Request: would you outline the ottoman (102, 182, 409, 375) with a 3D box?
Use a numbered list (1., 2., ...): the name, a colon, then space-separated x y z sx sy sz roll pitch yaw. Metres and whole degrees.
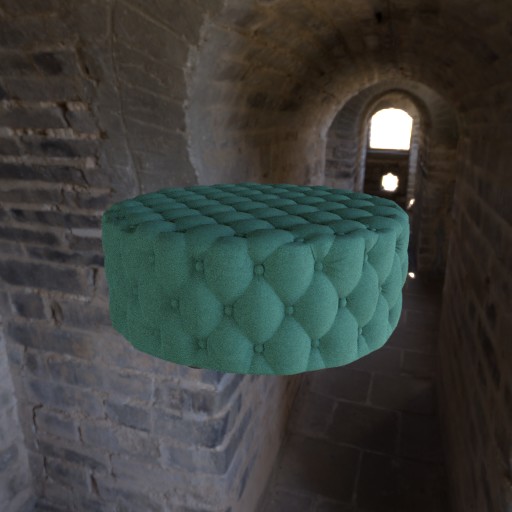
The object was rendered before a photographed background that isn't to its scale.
1. ottoman: 0.000 0.000 1.526 0.998 0.399 0.998 0 17 0
